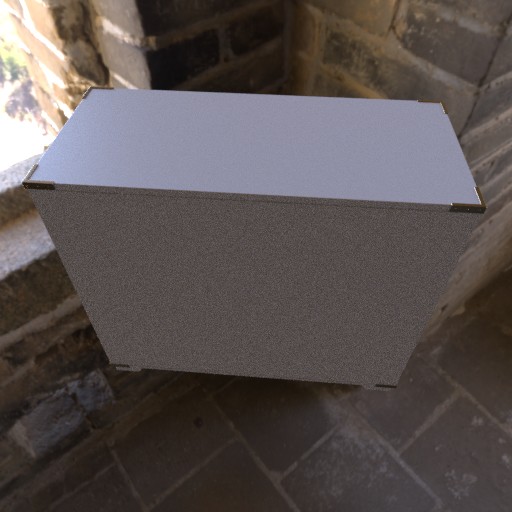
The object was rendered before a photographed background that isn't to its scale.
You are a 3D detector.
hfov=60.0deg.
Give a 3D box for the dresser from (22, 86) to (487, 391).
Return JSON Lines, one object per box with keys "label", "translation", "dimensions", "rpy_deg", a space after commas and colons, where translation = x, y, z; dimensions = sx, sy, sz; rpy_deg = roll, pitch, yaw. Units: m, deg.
{"label": "dresser", "translation": [0.000, 0.000, 1.452], "dimensions": [1.022, 0.891, 0.460], "rpy_deg": [4, 47, 3]}
